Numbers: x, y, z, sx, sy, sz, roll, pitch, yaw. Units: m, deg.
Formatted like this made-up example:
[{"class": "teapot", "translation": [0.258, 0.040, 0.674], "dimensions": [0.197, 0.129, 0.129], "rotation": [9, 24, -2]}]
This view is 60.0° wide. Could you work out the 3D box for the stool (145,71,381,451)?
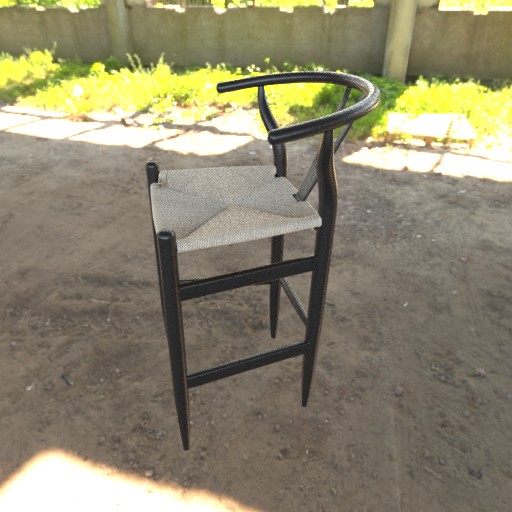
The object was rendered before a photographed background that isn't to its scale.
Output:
[{"class": "stool", "translation": [0.000, 0.000, 1.312], "dimensions": [0.579, 0.970, 0.569], "rotation": [-8, 32, -13]}]
